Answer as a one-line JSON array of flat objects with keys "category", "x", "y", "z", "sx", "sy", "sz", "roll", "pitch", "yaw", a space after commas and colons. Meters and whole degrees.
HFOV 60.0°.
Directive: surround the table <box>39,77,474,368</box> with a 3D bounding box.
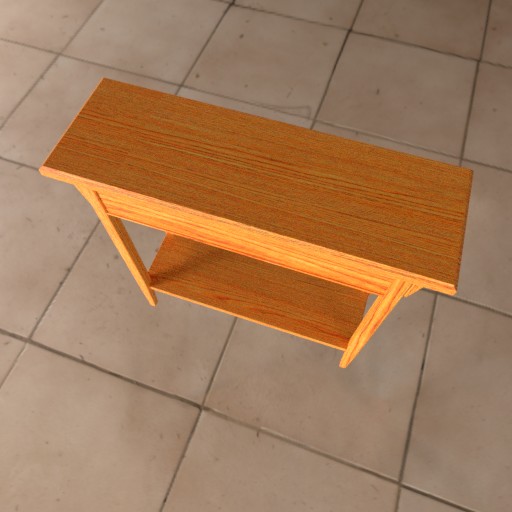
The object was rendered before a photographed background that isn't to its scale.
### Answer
[{"category": "table", "x": 0.000, "y": 0.000, "z": 1.128, "sx": 0.762, "sy": 0.711, "sz": 0.254, "roll": 17, "pitch": 64, "yaw": 8}]
